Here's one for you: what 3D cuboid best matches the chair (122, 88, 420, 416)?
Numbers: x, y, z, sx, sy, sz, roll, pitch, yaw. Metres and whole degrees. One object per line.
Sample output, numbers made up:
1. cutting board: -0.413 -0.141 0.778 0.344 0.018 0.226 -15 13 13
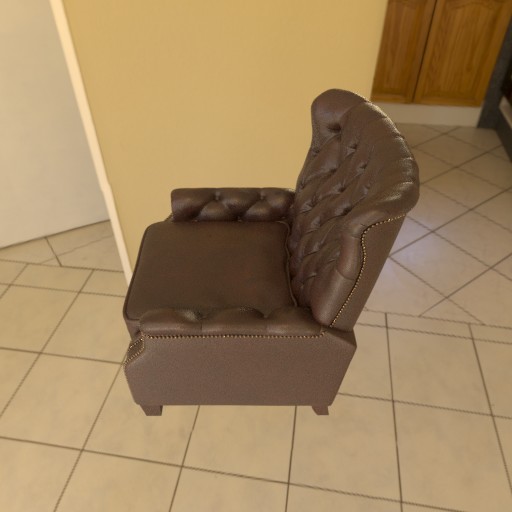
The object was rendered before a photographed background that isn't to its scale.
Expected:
1. chair: 0.000 0.000 1.467 0.823 0.864 0.709 0 41 0
